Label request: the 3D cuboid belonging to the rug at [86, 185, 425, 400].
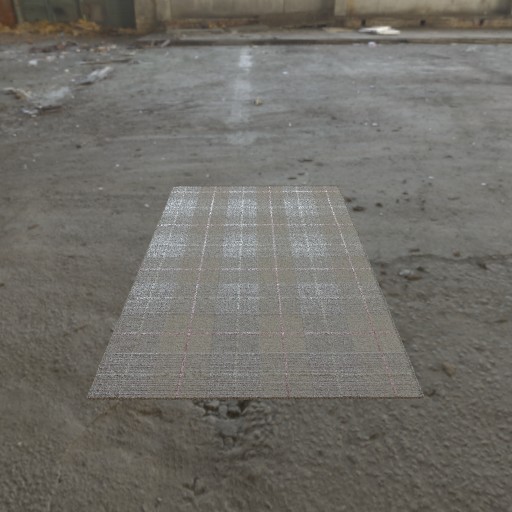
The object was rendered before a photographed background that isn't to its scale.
[{"bbox_3d":[0.000,0.000,3.051,1.549,0.010,2.464,0,32,0],"label":"rug"}]
